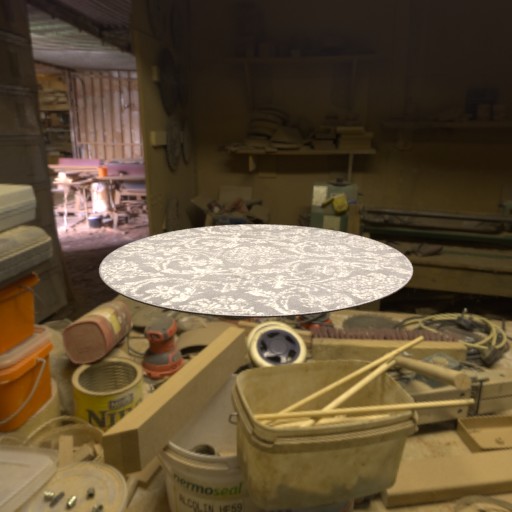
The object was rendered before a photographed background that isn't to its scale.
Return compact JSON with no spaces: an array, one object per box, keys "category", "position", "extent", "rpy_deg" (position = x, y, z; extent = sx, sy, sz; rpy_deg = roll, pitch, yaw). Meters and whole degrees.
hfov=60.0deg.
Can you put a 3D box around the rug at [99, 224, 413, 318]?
[{"category":"rug","position":[0.000,0.000,2.372],"extent":[1.593,0.012,1.593],"rpy_deg":[0,16,0]}]
